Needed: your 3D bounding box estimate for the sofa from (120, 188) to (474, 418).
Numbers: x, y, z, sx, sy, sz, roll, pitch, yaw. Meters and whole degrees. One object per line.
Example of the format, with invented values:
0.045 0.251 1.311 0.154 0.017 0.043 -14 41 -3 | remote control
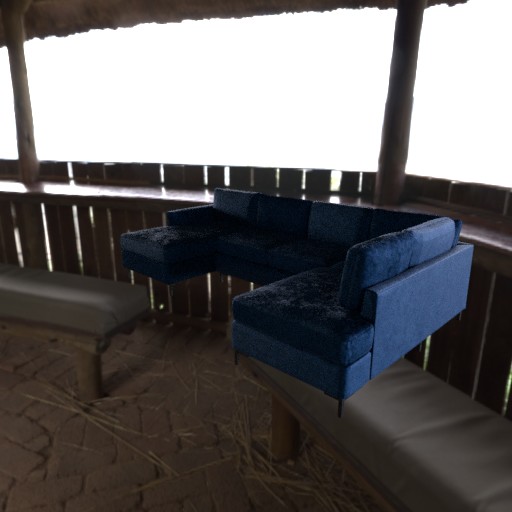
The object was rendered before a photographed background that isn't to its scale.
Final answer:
0.000 0.000 4.391 3.434 0.992 2.055 15 21 42 | sofa
